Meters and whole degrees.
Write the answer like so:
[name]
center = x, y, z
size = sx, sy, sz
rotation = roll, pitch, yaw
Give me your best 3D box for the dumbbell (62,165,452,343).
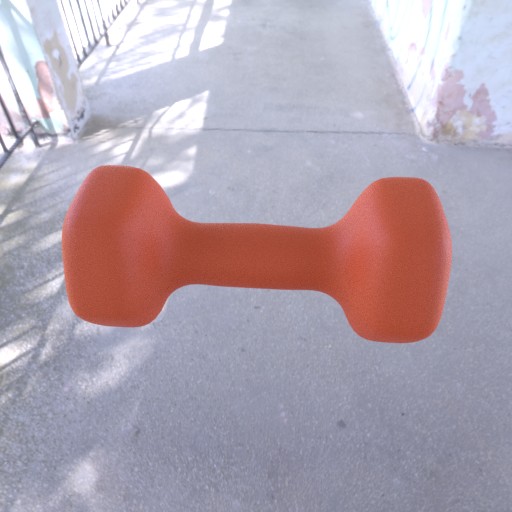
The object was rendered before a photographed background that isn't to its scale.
[dumbbell]
center = 0.000, 0.000, 0.205
size = 0.162, 0.071, 0.079
rotation = 3, 47, 3
